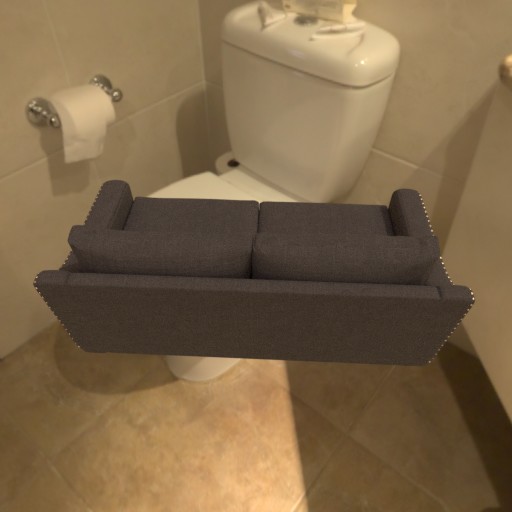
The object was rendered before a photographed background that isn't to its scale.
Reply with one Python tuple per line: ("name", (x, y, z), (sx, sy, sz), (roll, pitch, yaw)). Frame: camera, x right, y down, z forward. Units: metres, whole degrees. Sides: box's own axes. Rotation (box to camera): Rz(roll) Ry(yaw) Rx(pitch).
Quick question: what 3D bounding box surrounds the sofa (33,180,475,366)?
("sofa", (0.000, 0.000, 3.277), (2.550, 1.196, 1.336), (2, 46, 2))
